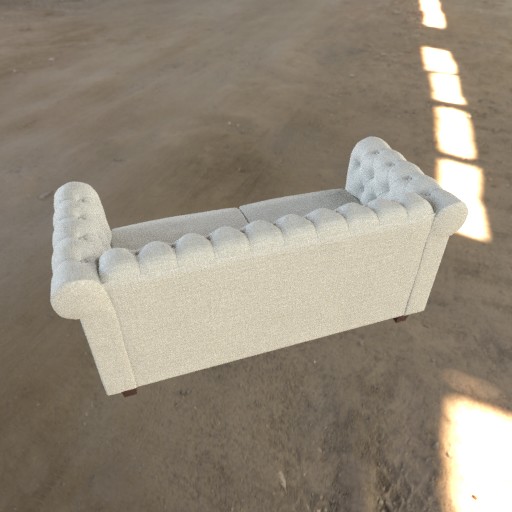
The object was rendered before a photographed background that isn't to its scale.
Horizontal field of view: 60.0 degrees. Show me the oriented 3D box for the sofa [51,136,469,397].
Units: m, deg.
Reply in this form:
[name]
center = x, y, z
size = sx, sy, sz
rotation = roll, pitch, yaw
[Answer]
[sofa]
center = 0.000, 0.000, 2.269
size = 1.798, 0.797, 0.783
rotation = -12, 40, -14
